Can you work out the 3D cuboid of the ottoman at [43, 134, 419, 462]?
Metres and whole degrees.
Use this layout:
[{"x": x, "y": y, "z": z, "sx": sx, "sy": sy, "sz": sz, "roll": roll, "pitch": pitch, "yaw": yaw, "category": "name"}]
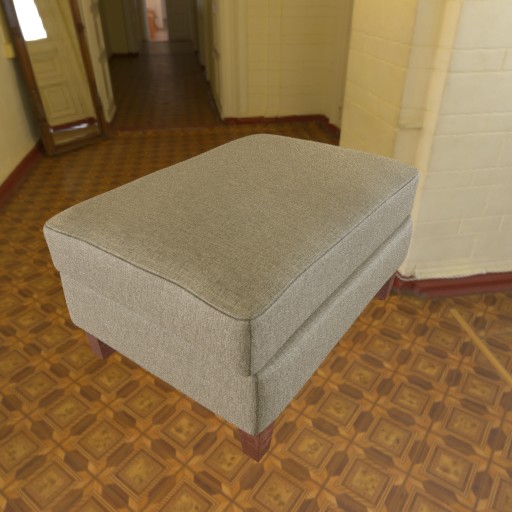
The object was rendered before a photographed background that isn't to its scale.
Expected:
[{"x": 0.000, "y": 0.000, "z": 1.252, "sx": 0.639, "sy": 0.494, "sz": 0.873, "roll": 21, "pitch": 37, "yaw": 30, "category": "ottoman"}]
